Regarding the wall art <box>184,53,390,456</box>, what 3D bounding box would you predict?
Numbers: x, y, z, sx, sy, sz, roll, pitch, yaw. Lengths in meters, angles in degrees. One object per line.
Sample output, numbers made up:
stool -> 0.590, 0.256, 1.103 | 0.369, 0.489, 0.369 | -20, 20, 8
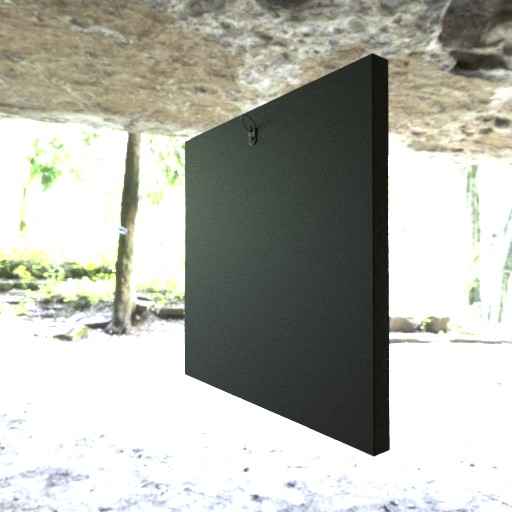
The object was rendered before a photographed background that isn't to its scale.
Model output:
wall art -> 0.000, 0.000, 0.525 | 0.038, 0.349, 0.349 | 1, -1, -37
